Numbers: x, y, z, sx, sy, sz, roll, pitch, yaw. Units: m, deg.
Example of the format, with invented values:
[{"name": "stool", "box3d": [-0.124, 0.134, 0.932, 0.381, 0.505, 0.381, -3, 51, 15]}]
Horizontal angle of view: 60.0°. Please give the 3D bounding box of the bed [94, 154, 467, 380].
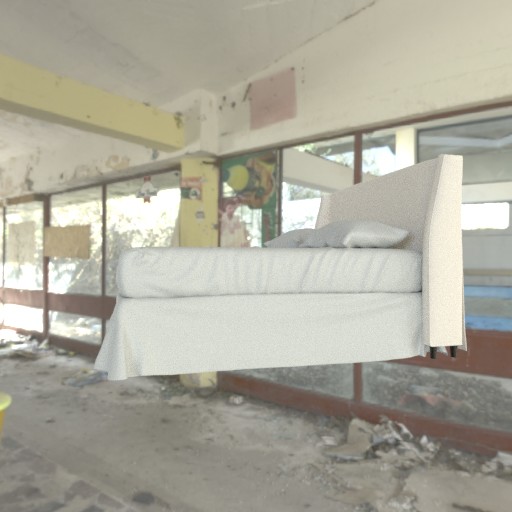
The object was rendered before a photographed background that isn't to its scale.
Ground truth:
[{"name": "bed", "box3d": [0.000, 0.000, 3.453, 2.276, 1.332, 1.925, 0, -1, -16]}]
